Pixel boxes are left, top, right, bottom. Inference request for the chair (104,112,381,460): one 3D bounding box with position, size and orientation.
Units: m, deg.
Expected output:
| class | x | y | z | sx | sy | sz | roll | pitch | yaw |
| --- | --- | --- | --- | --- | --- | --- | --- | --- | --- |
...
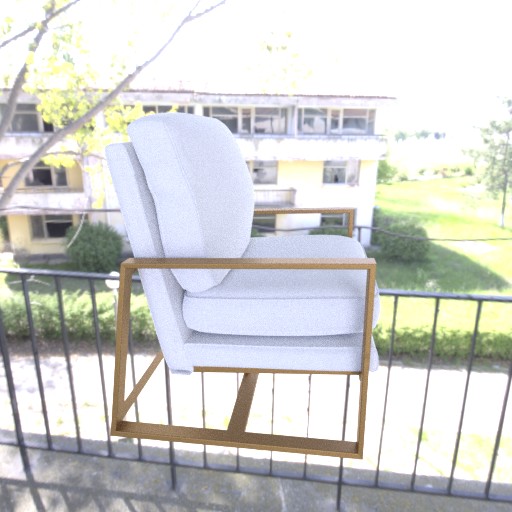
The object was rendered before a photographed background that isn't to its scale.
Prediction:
| class | x | y | z | sx | sy | sz | roll | pitch | yaw |
| --- | --- | --- | --- | --- | --- | --- | --- | --- | --- |
| chair | 0.000 | 0.000 | 1.572 | 0.813 | 0.966 | 0.805 | 2 | 17 | 7 |
